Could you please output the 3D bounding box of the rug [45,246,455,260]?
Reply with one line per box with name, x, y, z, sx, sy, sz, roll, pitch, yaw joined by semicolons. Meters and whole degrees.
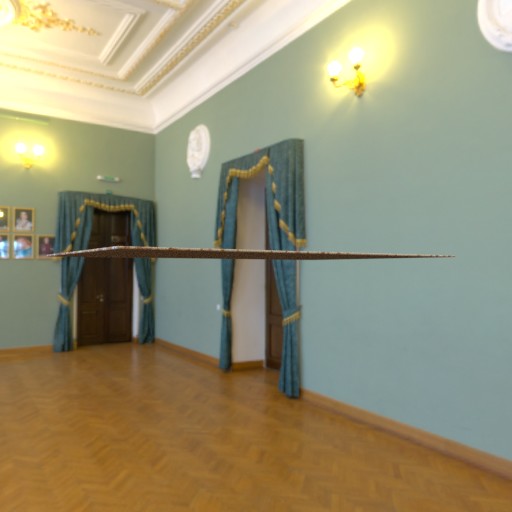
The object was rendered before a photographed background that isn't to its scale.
rug;0.000;0.000;3.096;2.435;0.011;1.517;1;-2;-35
